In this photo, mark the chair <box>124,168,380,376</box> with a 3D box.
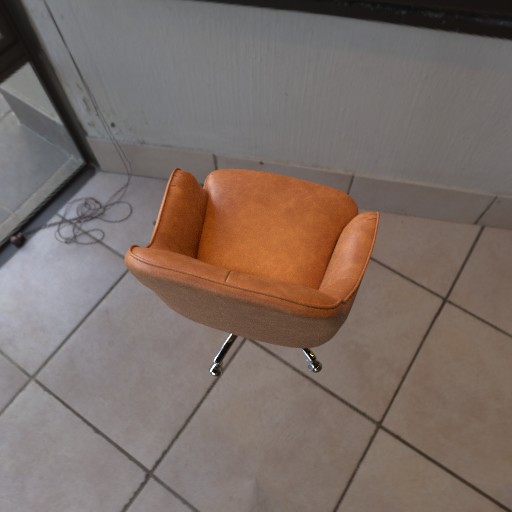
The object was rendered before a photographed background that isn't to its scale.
[{"bbox_3d":[0.000,0.000,1.327,0.628,0.909,0.615,14,64,7],"label":"chair"}]
